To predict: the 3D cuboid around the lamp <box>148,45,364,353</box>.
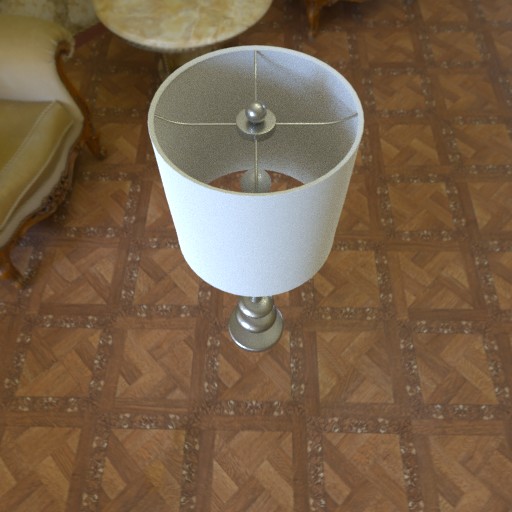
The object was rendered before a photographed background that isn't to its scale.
[{"bbox_3d":[0.000,0.000,0.808,0.254,0.690,0.254,0,59,0],"label":"lamp"}]
